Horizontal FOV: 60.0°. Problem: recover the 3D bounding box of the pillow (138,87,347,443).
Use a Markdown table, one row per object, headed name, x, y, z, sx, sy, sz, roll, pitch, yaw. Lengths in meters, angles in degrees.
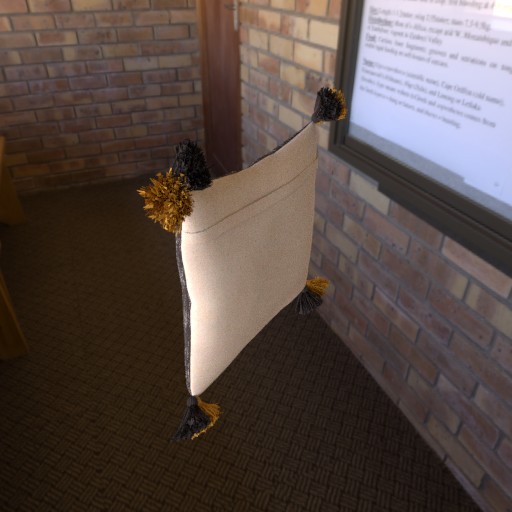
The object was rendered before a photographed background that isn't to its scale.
| name | x | y | z | sx | sy | sz | roll | pitch | yaw |
| --- | --- | --- | --- | --- | --- | --- | --- | --- | --- |
| pillow | 0.000 | 0.000 | 0.984 | 0.139 | 0.659 | 0.654 | 21 | 39 | 29 |
